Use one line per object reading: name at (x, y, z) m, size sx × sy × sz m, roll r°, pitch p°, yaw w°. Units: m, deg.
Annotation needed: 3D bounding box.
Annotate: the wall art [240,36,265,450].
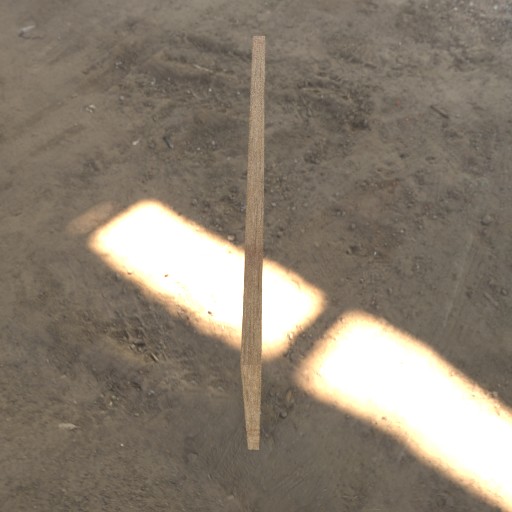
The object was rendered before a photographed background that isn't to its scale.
wall art at (0.000, 0.000, 0.966) m, size 0.026 × 0.588 × 0.690 m, roll 1°, pitch 57°, yaw 1°
